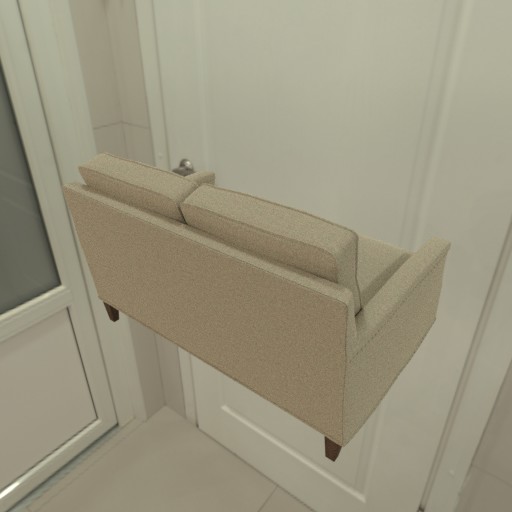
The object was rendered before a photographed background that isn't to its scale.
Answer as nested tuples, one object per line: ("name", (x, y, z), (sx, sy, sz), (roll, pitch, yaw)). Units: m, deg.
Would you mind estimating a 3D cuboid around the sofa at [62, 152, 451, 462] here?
("sofa", (0.000, 0.000, 2.216), (1.597, 1.003, 1.084), (22, 37, 32))
